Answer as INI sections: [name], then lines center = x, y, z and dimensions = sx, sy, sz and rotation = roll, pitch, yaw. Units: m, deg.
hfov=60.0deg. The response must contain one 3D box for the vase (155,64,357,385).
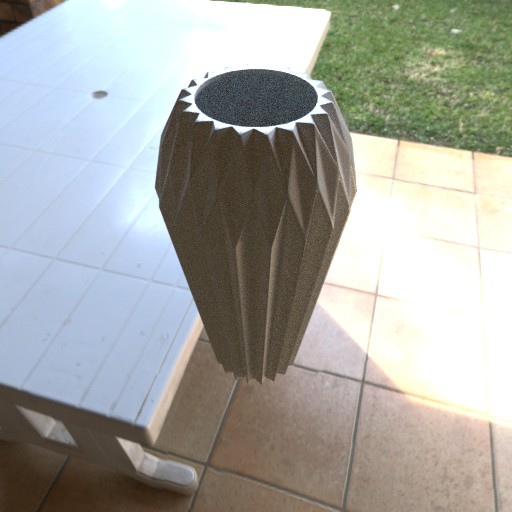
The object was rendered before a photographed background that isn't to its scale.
[vase]
center = 0.000, 0.000, 0.347
dimensions = 0.133, 0.263, 0.133
rotation = 0, 46, 0
